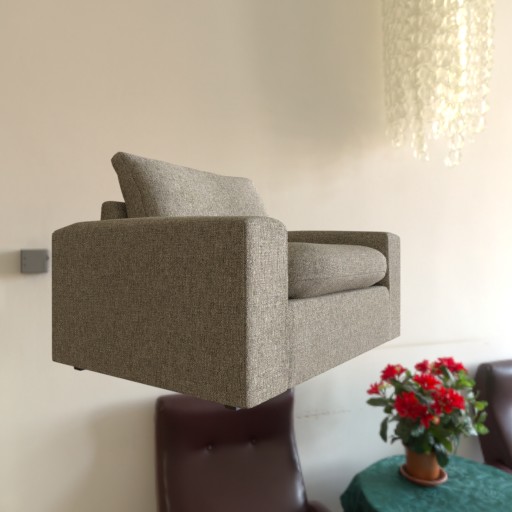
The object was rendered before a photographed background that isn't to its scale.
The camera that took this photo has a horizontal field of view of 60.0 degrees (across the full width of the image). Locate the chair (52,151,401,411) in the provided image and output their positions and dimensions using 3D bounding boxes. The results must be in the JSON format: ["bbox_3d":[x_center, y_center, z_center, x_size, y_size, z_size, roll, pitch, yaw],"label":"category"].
[{"bbox_3d":[0.000,0.000,2.056,1.039,0.915,1.398,0,0,35],"label":"chair"}]
